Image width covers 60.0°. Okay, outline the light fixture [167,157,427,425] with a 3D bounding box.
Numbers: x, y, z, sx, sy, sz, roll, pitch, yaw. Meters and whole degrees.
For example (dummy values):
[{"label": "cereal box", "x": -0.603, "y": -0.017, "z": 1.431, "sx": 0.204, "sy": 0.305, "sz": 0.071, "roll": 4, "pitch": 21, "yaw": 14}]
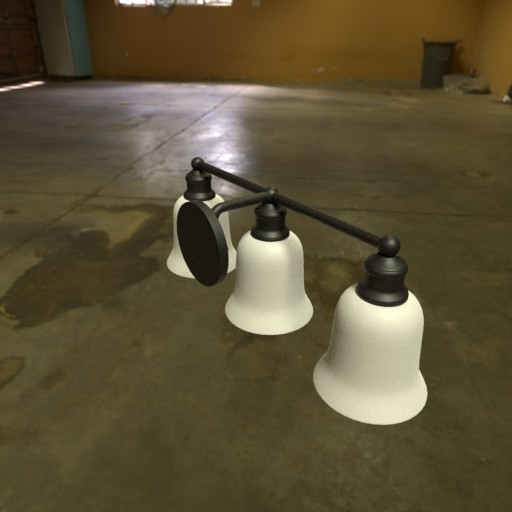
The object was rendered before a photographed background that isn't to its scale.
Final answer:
[{"label": "light fixture", "x": 0.000, "y": 0.000, "z": 0.671, "sx": 0.198, "sy": 0.211, "sz": 0.570, "roll": -18, "pitch": 32, "yaw": -32}]
